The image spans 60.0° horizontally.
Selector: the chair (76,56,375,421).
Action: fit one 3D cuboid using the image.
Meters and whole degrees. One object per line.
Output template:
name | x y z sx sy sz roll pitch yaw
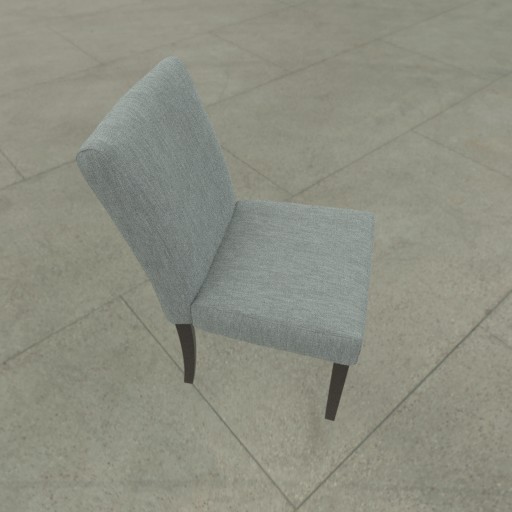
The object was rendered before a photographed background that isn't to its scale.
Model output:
chair | 0.000 0.000 1.237 0.629 0.884 0.487 10 48 10
